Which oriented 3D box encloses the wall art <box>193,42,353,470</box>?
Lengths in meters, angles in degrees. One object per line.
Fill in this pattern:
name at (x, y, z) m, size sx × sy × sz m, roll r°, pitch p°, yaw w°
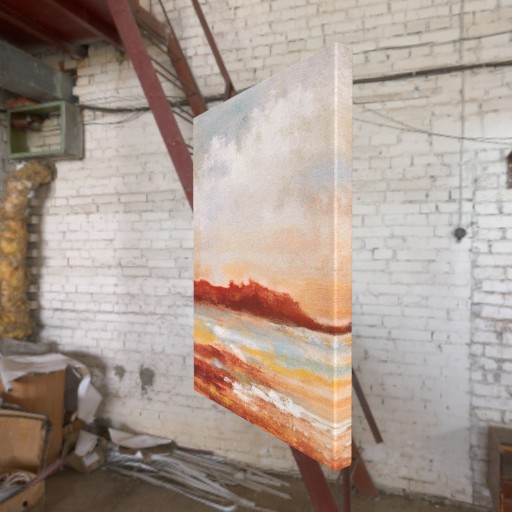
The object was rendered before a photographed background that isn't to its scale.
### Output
wall art at (0.000, 0.000, 0.813) m, size 0.035 × 0.605 × 0.443 m, roll -1°, pitch 1°, yaw -35°
